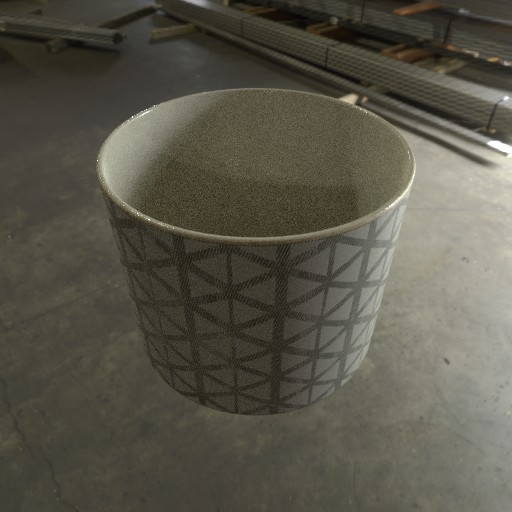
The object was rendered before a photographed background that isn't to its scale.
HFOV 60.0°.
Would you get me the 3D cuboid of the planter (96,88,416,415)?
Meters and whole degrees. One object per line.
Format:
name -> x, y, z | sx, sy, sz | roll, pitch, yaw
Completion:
planter -> 0.000, 0.000, 0.331 | 0.190, 0.181, 0.190 | 0, 41, 0
